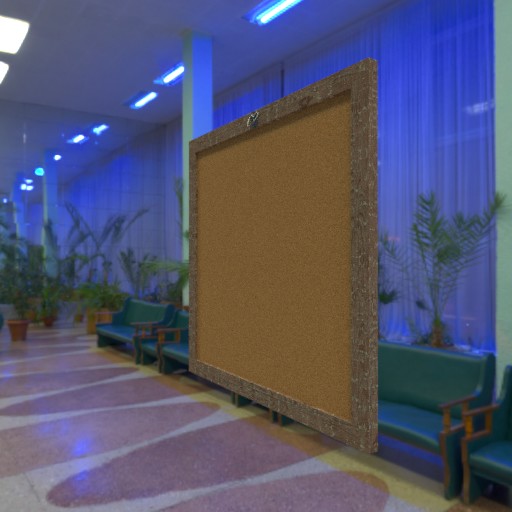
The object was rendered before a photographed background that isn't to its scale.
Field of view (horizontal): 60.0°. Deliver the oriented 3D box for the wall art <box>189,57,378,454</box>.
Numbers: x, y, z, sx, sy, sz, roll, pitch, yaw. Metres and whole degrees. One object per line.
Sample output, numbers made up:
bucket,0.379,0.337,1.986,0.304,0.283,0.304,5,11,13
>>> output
wall art,0.000,0.000,0.580,0.022,0.380,0.380,0,0,-35
